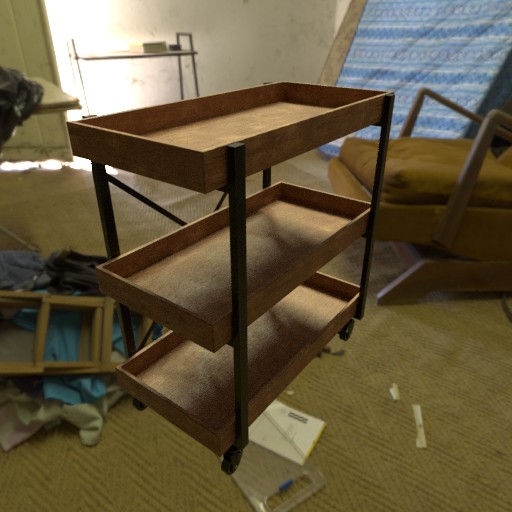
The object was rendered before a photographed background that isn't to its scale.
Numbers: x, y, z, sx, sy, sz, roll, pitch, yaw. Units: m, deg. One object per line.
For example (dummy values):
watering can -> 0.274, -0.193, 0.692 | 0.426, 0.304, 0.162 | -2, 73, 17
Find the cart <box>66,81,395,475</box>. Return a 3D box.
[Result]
cart -> 0.000, 0.000, 1.215 | 0.411, 0.800, 0.750 | 20, 34, 32
